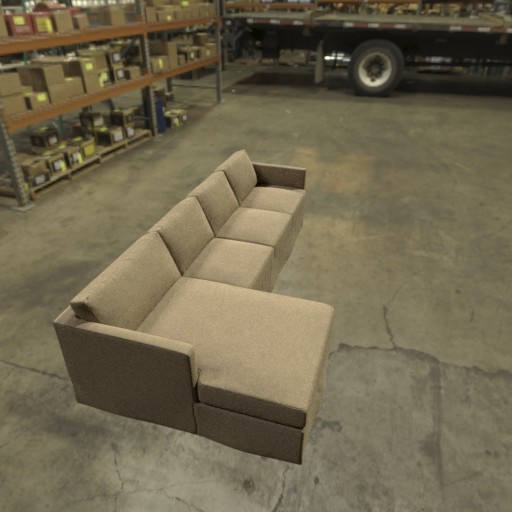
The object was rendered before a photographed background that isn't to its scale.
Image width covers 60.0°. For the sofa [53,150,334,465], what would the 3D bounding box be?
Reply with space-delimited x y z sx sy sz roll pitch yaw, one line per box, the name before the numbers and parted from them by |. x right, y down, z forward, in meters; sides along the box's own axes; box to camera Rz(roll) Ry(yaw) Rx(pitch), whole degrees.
sofa | 0.000 0.000 3.924 1.638 0.920 3.198 9 32 15
